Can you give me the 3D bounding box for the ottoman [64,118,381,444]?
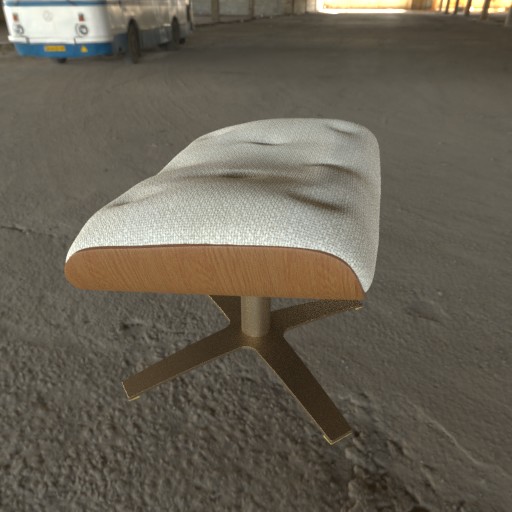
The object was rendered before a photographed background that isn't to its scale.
[{"bbox_3d":[0.000,0.000,0.773,0.394,0.391,0.520,7,31,12],"label":"ottoman"}]
